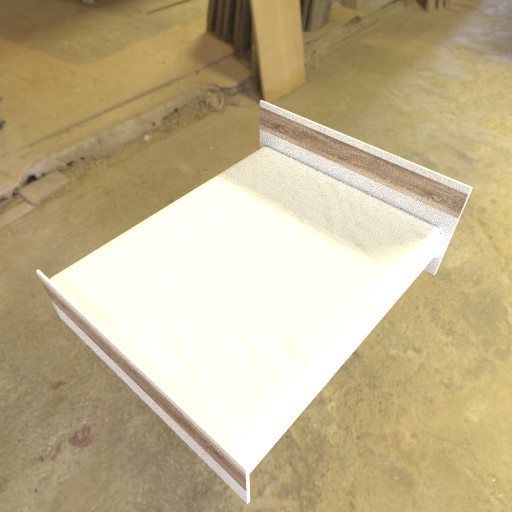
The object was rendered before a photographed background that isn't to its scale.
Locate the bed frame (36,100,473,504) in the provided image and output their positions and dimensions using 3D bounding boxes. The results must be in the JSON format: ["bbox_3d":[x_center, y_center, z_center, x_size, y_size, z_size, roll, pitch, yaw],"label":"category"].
[{"bbox_3d":[0.000,0.000,2.861,1.720,0.800,2.060,32,54,28],"label":"bed frame"}]
